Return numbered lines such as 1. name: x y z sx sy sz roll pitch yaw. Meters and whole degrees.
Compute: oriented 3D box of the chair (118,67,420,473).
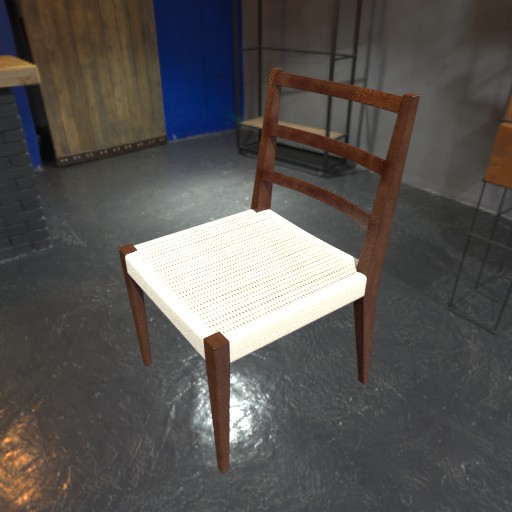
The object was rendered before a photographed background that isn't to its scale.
1. chair: 0.000 0.000 1.144 0.551 0.813 0.480 -21 37 -30
